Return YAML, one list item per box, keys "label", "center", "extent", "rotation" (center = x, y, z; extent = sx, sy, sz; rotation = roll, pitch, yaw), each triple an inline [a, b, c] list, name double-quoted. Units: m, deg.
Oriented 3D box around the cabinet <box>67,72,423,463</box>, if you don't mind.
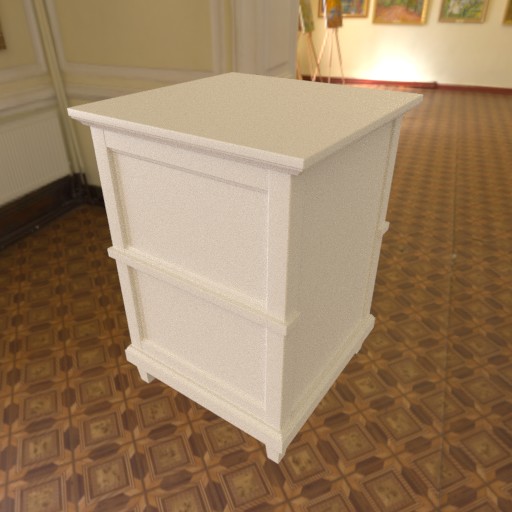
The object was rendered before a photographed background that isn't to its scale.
- label: "cabinet"
  center: [0.000, 0.000, 1.147]
  extent: [0.547, 0.775, 0.544]
  rotation: [20, 36, 29]
